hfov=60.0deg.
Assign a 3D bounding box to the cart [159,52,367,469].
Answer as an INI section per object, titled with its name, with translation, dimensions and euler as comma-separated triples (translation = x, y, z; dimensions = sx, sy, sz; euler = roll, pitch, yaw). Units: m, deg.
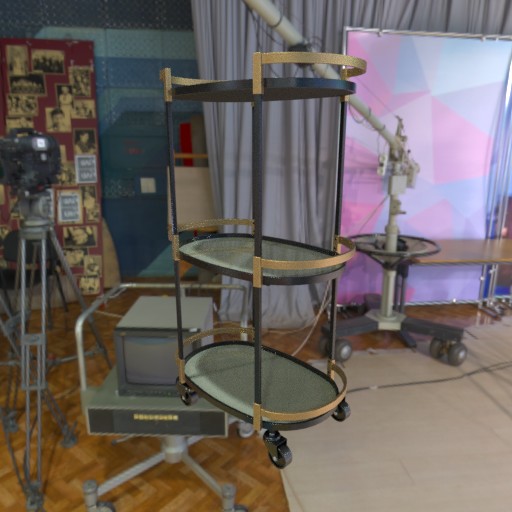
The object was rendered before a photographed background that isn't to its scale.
[cart]
translation = 0.000, 0.000, 1.126
dimensions = 0.515, 0.885, 0.311
euler = 15, 21, 42
